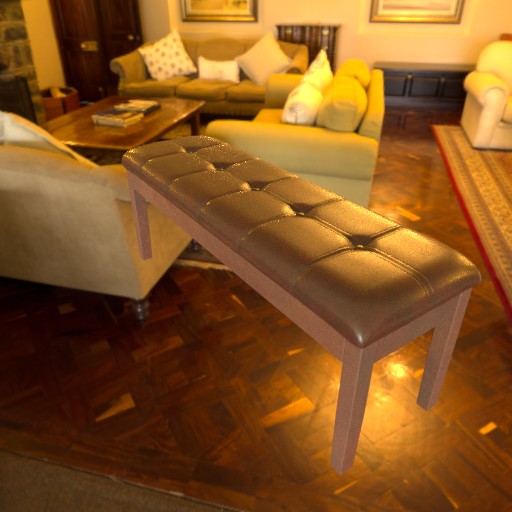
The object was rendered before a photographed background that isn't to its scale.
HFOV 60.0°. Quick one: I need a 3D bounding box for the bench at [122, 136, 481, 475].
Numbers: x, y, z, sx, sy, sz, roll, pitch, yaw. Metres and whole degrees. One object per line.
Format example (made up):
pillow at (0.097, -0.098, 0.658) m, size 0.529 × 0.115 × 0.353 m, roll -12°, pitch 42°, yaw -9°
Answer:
bench at (0.000, 0.000, 1.448) m, size 0.401 × 0.491 × 1.259 m, roll -20°, pitch 36°, yaw -29°
